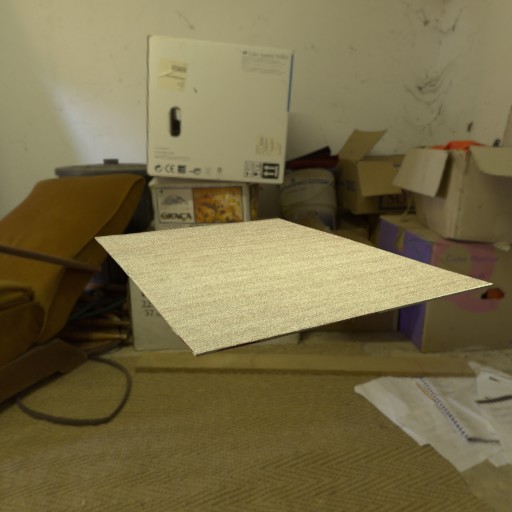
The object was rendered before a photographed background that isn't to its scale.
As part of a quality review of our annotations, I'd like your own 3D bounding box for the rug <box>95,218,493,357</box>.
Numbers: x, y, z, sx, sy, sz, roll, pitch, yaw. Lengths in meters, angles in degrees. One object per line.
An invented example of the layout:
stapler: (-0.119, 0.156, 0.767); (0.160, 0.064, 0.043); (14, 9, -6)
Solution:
rug: (0.000, 0.000, 4.208); (2.434, 0.045, 3.202); (-8, 17, -27)
